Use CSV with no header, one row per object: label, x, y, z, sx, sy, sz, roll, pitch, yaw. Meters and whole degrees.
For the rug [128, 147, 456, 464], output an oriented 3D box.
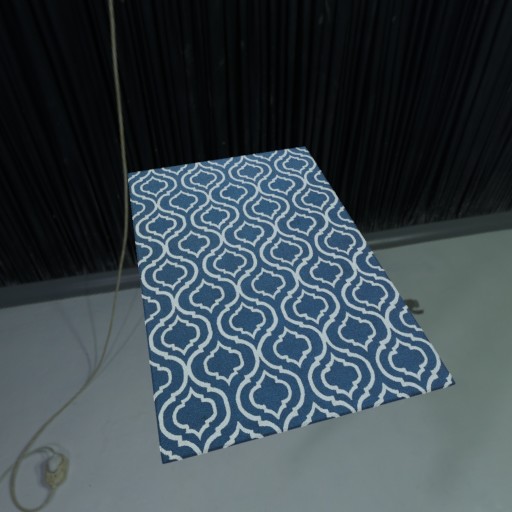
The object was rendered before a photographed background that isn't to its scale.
rug,0.000,0.000,2.211,1.143,0.010,1.753,-11,47,-10
